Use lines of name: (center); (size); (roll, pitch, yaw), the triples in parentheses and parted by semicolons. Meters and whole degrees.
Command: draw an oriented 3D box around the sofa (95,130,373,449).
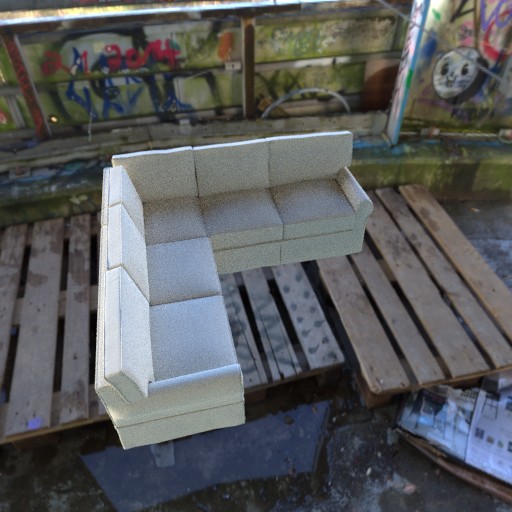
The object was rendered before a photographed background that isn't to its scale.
sofa: (0.000, 0.000, 4.012); (2.597, 1.070, 2.591); (-9, 45, -9)
